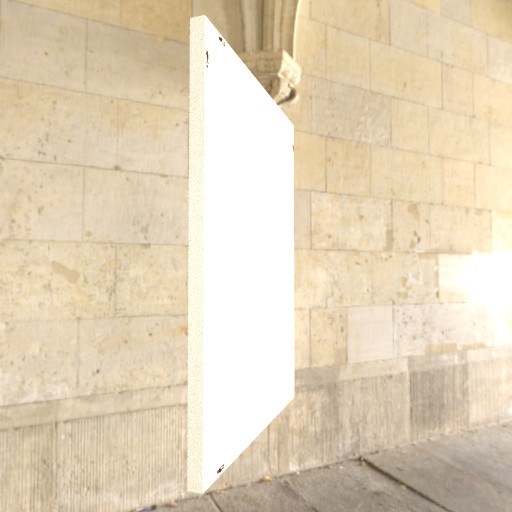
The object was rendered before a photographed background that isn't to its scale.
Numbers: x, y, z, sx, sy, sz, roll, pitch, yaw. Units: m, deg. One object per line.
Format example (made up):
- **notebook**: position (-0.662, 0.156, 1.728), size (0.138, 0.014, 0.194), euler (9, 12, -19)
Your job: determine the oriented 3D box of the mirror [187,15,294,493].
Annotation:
- **mirror**: position (0.000, 0.000, 1.303), size (0.040, 1.016, 0.762), euler (-1, -2, 19)
